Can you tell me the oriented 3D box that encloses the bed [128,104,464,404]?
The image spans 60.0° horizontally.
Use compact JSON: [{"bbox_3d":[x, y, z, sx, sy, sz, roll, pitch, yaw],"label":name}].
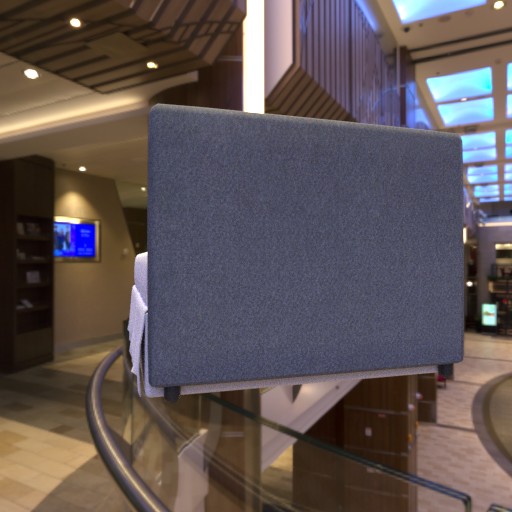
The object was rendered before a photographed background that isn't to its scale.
[{"bbox_3d":[0.000,0.000,3.141,1.723,1.330,2.142,0,-1,-17],"label":"bed"}]
